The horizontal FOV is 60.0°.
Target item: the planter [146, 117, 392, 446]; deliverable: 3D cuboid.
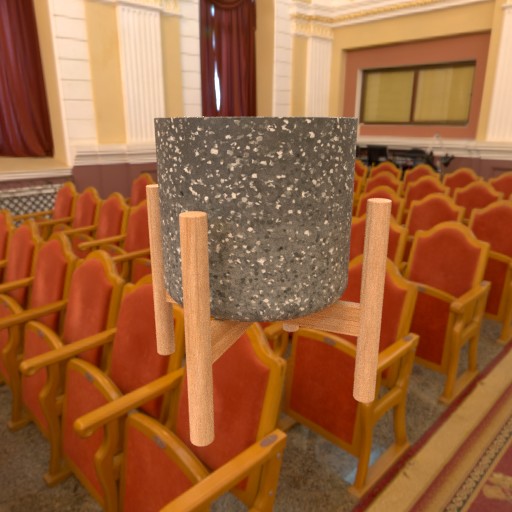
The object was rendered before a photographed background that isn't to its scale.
[{"bbox_3d":[0.000,0.000,0.539,0.284,0.320,0.284,-16,23,-42],"label":"planter"}]
